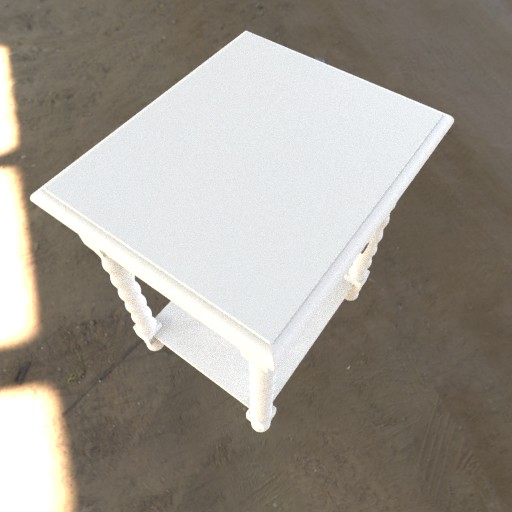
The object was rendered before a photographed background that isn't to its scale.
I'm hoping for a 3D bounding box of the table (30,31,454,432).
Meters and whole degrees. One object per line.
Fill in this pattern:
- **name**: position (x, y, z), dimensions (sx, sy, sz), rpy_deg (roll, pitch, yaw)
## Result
- **table**: position (0.000, 0.000, 0.816), dimensions (0.381, 0.531, 0.460), rpy_deg (31, 63, 19)
